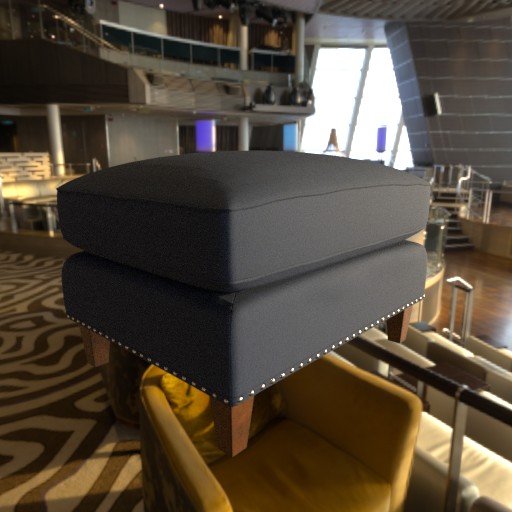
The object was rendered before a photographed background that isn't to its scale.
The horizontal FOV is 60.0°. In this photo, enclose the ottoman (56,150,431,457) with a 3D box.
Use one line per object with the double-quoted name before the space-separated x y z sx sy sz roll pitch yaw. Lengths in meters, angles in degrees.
"ottoman" 0.000 0.000 1.107 0.584 0.513 0.741 12 18 42
